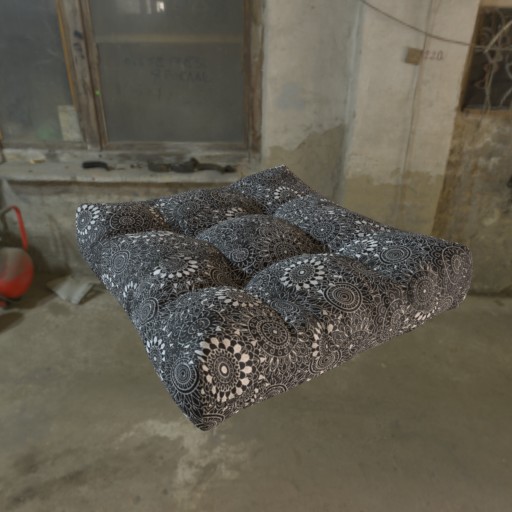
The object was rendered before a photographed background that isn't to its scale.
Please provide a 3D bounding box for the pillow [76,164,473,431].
[{"bbox_3d":[0.000,0.000,0.720,0.468,0.128,0.490,-17,33,-28],"label":"pillow"}]
